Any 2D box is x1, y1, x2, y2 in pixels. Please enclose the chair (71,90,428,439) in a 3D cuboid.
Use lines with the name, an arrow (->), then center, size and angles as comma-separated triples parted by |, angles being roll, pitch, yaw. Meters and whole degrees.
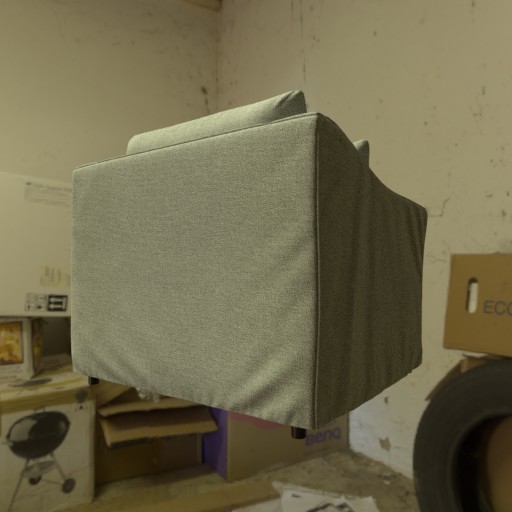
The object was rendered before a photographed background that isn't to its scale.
chair -> 0.000, 0.000, 1.934 | 1.194, 1.059, 1.071 | -1, -2, 36
